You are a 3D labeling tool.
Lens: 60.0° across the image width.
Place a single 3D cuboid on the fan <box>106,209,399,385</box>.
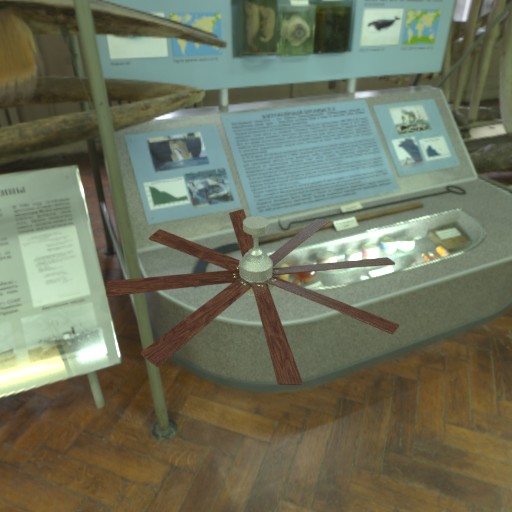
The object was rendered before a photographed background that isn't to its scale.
[{"bbox_3d":[0.000,0.000,2.737,1.830,0.472,1.830,20,37,29],"label":"fan"}]
